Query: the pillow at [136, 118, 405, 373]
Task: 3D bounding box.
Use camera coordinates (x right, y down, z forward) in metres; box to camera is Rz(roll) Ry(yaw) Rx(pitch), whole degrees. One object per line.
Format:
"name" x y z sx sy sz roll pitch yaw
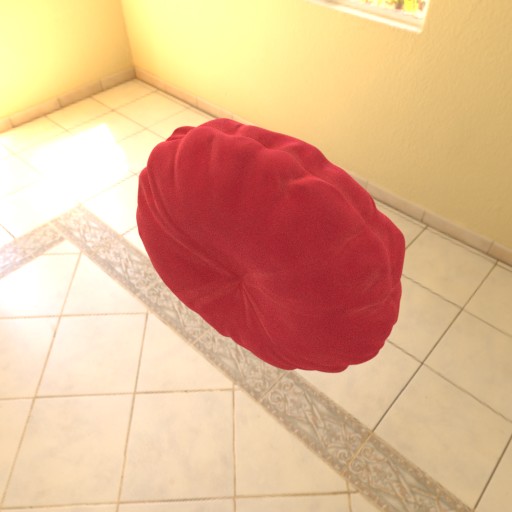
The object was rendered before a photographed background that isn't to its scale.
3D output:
"pillow" 0.000 0.000 0.648 0.428 0.407 0.148 25 52 22
